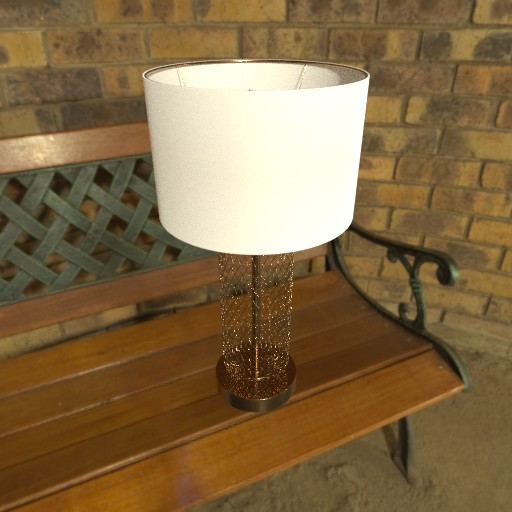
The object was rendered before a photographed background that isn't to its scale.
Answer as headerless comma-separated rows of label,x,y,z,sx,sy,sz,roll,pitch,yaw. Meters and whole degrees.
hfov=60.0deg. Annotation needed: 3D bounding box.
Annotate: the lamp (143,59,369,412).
lamp,0.000,0.000,0.623,0.252,0.483,0.252,19,35,29
